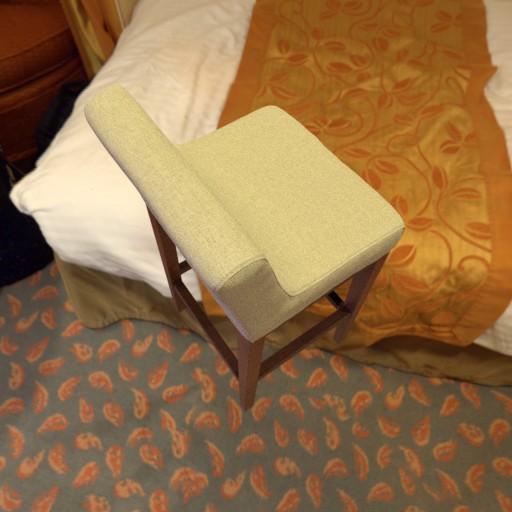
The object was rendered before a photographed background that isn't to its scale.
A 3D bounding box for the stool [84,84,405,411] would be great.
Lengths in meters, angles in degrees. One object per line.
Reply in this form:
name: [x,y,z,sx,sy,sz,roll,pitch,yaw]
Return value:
stool: [0.000,0.000,1.206,0.500,0.937,0.511,-31,63,-18]
